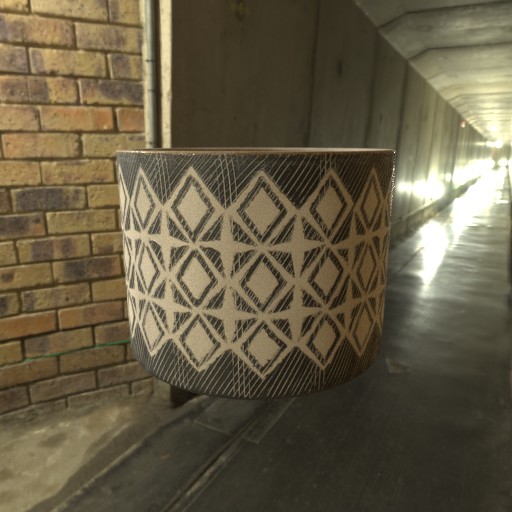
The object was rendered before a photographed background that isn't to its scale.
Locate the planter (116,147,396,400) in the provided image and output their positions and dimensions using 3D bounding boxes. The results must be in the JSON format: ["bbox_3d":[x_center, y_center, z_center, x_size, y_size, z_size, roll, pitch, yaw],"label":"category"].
[{"bbox_3d":[0.000,0.000,0.222,0.126,0.104,0.126,0,14,0],"label":"planter"}]
